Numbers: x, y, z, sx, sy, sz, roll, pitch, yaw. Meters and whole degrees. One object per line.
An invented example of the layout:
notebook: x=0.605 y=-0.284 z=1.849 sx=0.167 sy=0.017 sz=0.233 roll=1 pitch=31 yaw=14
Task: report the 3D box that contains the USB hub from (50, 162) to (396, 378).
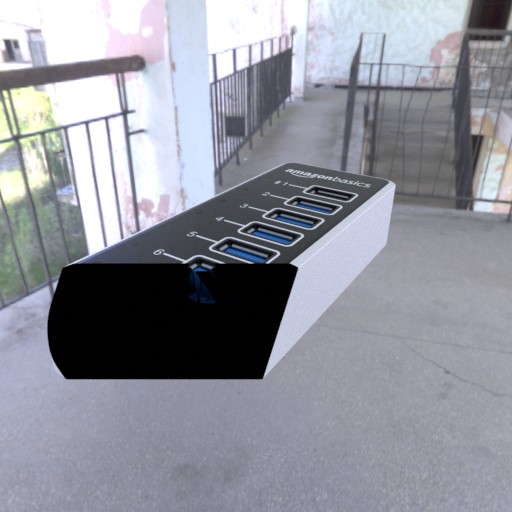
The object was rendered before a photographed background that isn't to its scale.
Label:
USB hub: x=0.000 y=0.000 z=0.127 sx=0.044 sy=0.023 sz=0.110 roll=18 pitch=33 yaw=29
